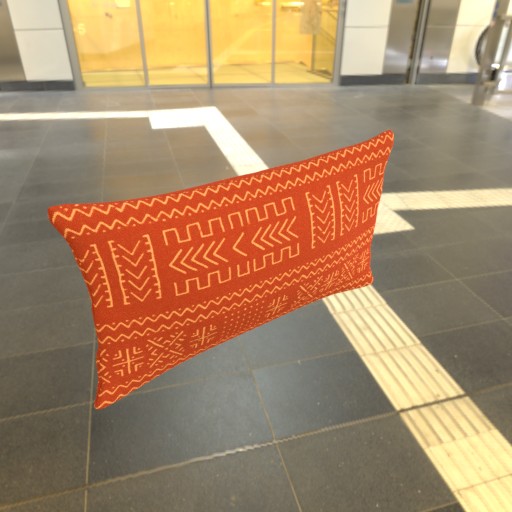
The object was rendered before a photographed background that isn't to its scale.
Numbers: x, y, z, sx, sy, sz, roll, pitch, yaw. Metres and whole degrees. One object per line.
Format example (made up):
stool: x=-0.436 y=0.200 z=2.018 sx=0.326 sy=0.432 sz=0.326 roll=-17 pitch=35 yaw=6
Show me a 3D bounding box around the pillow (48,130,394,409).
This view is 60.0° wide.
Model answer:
pillow: x=0.000 y=0.000 z=0.784 sx=0.640 sy=0.352 sz=0.130 roll=-20 pitch=36 yaw=-29
